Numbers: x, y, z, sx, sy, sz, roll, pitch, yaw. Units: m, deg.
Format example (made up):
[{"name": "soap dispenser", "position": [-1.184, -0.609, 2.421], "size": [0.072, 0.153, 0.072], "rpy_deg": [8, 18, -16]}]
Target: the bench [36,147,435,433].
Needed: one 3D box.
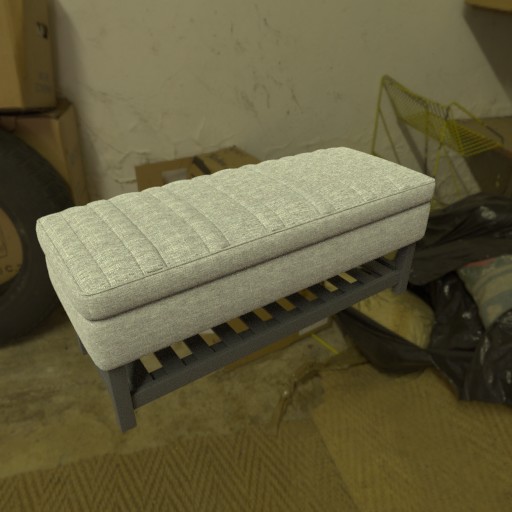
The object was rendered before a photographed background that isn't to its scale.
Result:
[{"name": "bench", "position": [0.000, 0.000, 1.338], "size": [1.100, 0.470, 0.429], "rpy_deg": [-19, 36, -29]}]
